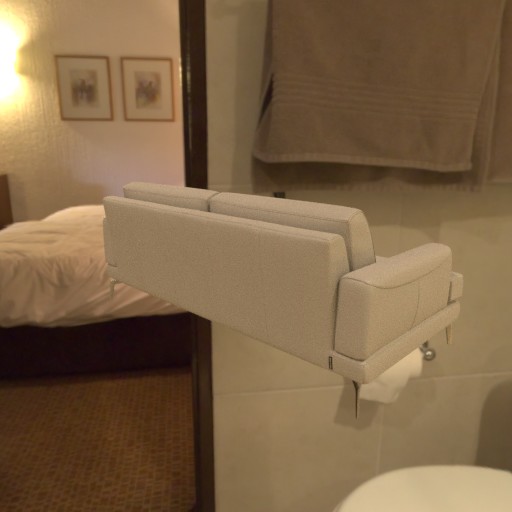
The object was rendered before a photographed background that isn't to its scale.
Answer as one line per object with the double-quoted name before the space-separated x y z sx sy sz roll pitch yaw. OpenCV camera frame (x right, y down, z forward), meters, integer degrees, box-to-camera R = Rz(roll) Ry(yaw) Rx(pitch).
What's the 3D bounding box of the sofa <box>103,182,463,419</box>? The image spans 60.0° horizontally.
"sofa" 0.000 0.000 2.482 1.940 0.765 0.974 14 20 43
